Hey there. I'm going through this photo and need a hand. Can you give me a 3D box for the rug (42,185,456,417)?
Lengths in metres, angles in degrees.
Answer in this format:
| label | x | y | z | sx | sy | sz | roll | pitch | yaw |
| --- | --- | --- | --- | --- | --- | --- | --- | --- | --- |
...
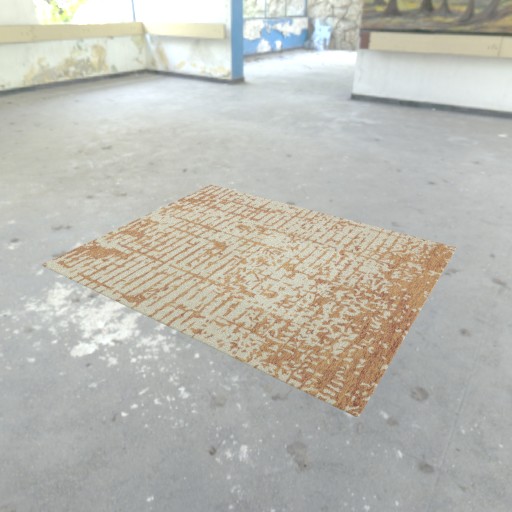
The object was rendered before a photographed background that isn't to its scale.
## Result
| label | x | y | z | sx | sy | sz | roll | pitch | yaw |
| --- | --- | --- | --- | --- | --- | --- | --- | --- | --- |
| rug | 0.000 | 0.000 | 4.157 | 3.050 | 0.011 | 2.441 | 18 | 35 | 29 |
